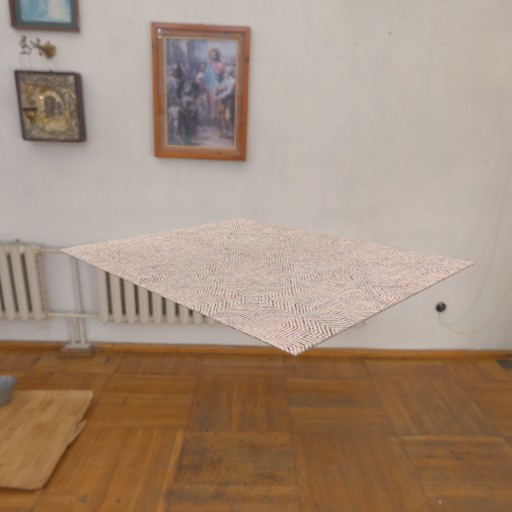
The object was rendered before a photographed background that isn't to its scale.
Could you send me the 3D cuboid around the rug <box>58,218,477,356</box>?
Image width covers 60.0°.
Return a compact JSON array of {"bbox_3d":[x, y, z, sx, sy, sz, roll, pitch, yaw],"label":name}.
[{"bbox_3d":[0.000,0.000,4.115,2.442,0.008,3.046,-14,21,-43],"label":"rug"}]
